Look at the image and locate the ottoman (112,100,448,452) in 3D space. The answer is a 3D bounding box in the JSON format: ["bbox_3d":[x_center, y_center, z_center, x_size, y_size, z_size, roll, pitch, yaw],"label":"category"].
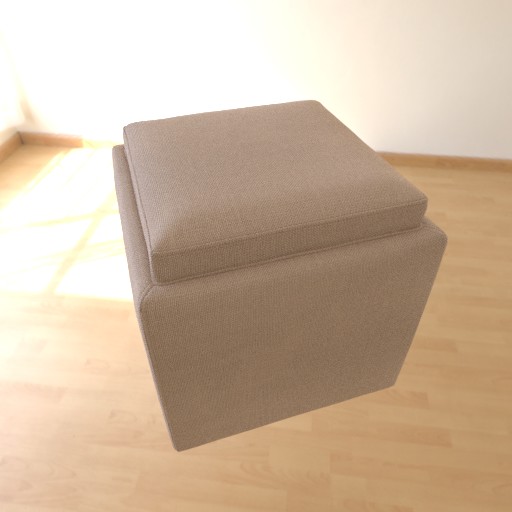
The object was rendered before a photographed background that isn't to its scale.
[{"bbox_3d":[0.000,0.000,0.830,0.451,0.460,0.450,-12,42,-14],"label":"ottoman"}]
